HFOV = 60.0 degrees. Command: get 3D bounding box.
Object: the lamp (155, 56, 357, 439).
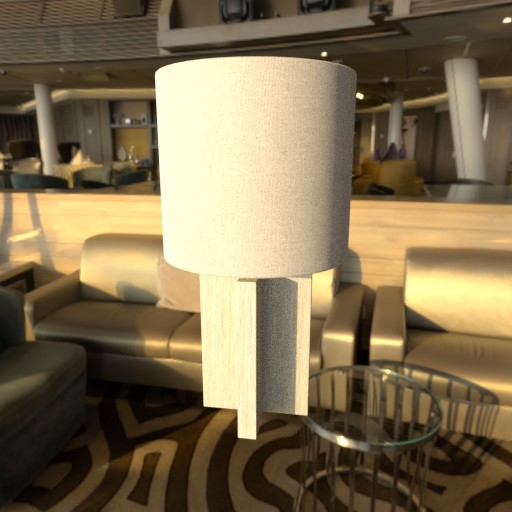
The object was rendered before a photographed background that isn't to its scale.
[{"bbox_3d":[0.000,0.000,0.563,0.229,0.428,0.229,2,14,9],"label":"lamp"}]
